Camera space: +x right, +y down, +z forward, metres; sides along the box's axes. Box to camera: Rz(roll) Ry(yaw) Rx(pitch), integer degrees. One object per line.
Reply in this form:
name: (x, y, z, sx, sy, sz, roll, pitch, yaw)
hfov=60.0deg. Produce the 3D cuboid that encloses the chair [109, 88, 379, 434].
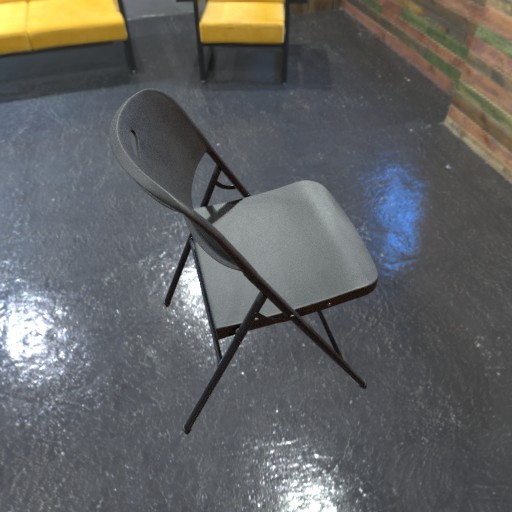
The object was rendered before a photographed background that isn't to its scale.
chair: (0.000, 0.000, 1.161, 0.566, 0.810, 0.494, -11, 47, -10)
